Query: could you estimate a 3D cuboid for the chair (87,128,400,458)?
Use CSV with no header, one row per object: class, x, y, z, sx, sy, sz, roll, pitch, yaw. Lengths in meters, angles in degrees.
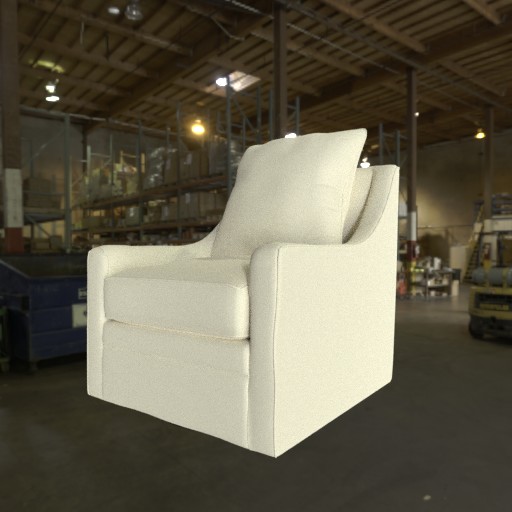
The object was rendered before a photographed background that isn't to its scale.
chair,0.000,0.000,1.567,0.756,0.965,0.876,1,1,37
